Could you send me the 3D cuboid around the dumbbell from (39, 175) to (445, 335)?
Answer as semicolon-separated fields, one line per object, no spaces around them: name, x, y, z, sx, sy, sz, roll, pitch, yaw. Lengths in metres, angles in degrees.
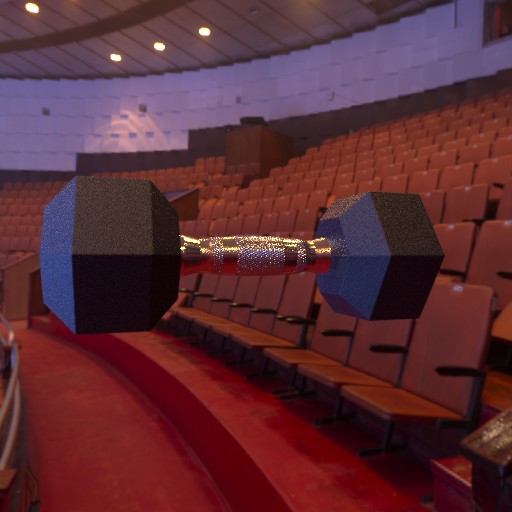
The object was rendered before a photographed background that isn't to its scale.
dumbbell;0.000;0.000;0.316;0.272;0.092;0.106;0;0;-18
